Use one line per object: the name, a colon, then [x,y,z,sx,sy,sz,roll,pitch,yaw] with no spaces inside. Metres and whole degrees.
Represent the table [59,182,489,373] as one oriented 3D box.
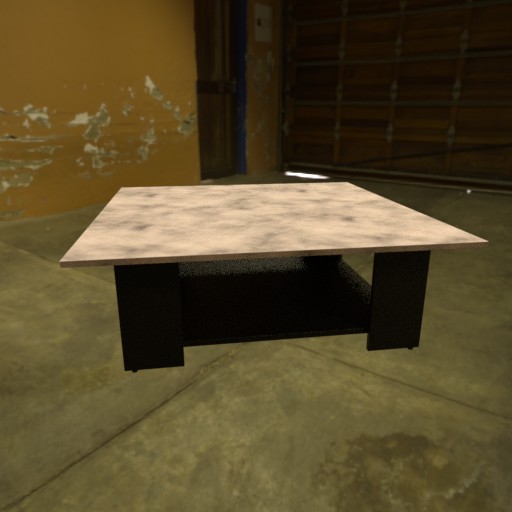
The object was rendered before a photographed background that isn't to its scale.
table: [0.000,0.000,1.367,0.890,0.305,0.890,-3,18,-8]
